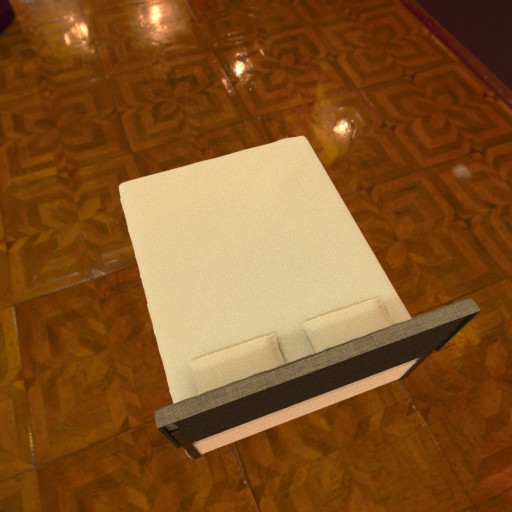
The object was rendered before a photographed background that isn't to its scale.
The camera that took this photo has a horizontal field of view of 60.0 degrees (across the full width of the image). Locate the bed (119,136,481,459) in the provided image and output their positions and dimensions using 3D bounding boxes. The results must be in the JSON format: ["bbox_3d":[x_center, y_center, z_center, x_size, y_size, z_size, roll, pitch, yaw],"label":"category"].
[{"bbox_3d":[0.000,0.000,2.945,1.621,1.168,1.958,-17,60,-10],"label":"bed"}]
